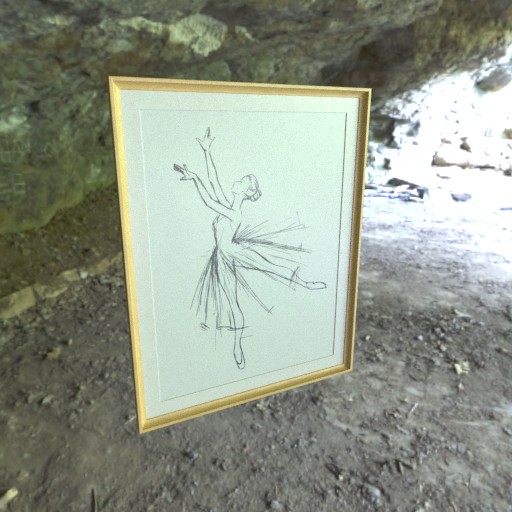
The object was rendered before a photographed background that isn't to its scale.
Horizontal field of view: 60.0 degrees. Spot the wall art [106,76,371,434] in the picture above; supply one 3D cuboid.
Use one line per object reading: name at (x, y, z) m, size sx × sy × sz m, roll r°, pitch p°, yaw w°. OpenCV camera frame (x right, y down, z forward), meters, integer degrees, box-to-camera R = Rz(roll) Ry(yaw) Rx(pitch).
wall art at (0.000, 0.000, 1.376) m, size 0.798 × 1.002 × 0.030 m, roll -8°, pitch 18°, yaw -26°
